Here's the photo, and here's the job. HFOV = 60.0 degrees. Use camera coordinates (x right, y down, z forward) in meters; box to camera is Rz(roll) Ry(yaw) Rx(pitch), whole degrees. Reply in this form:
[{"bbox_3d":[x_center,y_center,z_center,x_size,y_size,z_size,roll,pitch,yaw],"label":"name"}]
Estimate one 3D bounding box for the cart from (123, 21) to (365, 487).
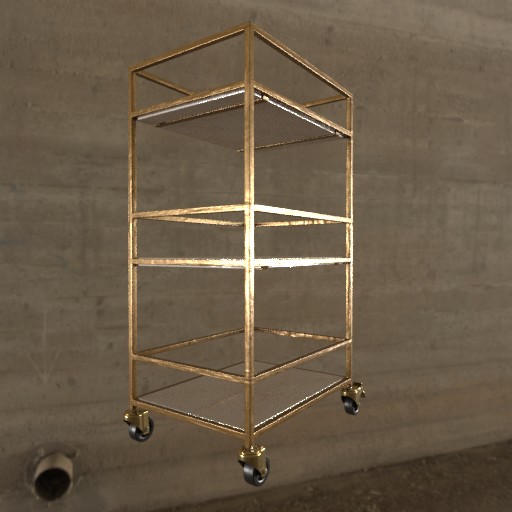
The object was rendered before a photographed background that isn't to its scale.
[{"bbox_3d":[0.000,0.000,0.988,0.332,0.761,0.483,0,1,36],"label":"cart"}]
